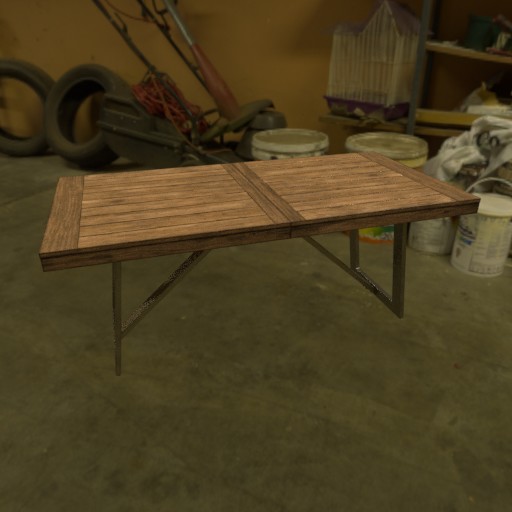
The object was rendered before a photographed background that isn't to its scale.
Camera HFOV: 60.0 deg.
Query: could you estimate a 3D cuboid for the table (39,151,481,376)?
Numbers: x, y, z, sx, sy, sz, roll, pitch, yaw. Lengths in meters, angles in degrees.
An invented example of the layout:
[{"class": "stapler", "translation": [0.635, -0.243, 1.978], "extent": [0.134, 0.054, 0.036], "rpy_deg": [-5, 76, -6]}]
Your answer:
[{"class": "table", "translation": [0.000, 0.000, 2.345], "extent": [1.867, 0.757, 0.931], "rpy_deg": [-8, 28, -16]}]
